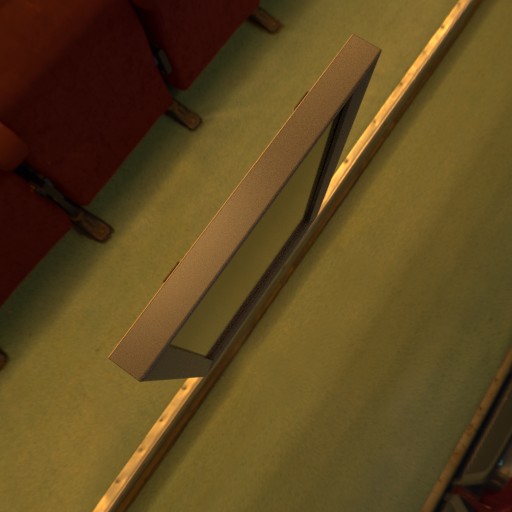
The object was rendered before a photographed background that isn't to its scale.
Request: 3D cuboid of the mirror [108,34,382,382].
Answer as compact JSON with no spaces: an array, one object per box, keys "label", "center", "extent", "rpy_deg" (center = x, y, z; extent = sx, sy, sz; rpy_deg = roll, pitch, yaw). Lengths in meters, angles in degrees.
[{"label":"mirror","center":[0.000,0.000,0.668],"extent":[0.041,0.508,0.405],"rpy_deg":[34,78,8]}]
